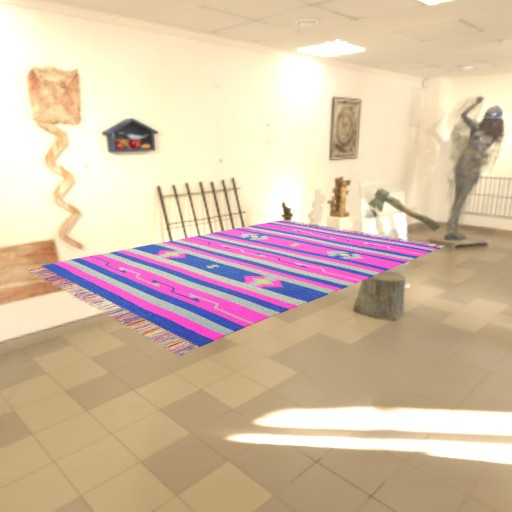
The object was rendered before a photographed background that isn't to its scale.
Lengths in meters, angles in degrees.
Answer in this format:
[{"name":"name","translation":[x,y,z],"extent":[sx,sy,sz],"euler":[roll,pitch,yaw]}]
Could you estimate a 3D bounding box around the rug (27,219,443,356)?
[{"name":"rug","translation":[0.000,0.000,2.888],"extent":[1.539,0.013,2.350],"euler":[14,20,43]}]
